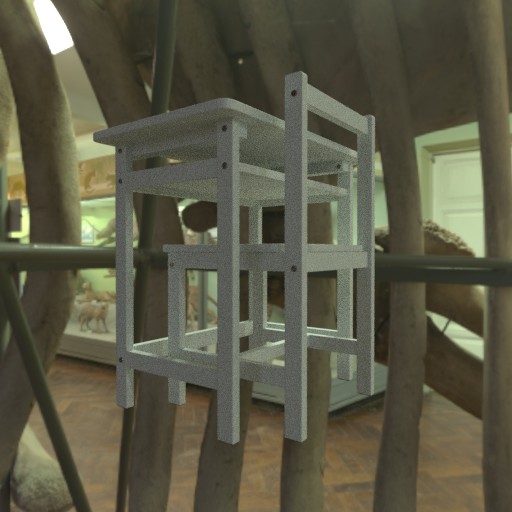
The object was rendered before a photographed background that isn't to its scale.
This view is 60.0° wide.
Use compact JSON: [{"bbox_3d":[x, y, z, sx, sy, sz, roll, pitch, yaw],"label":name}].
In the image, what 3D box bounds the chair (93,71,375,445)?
[{"bbox_3d":[0.000,0.000,1.074,0.461,0.673,0.599,1,1,37],"label":"chair"}]
